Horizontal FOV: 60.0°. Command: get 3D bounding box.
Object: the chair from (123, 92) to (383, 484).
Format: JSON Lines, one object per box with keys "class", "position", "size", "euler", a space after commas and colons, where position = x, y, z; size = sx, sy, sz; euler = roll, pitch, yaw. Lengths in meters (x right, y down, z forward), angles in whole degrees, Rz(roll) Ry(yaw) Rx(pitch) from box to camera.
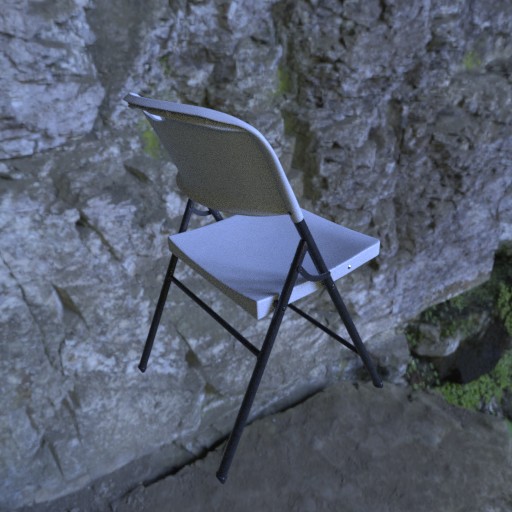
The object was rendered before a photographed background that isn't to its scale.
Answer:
{"class": "chair", "position": [0.000, 0.000, 1.147], "size": [0.566, 0.810, 0.494], "euler": [-17, 30, -32]}
